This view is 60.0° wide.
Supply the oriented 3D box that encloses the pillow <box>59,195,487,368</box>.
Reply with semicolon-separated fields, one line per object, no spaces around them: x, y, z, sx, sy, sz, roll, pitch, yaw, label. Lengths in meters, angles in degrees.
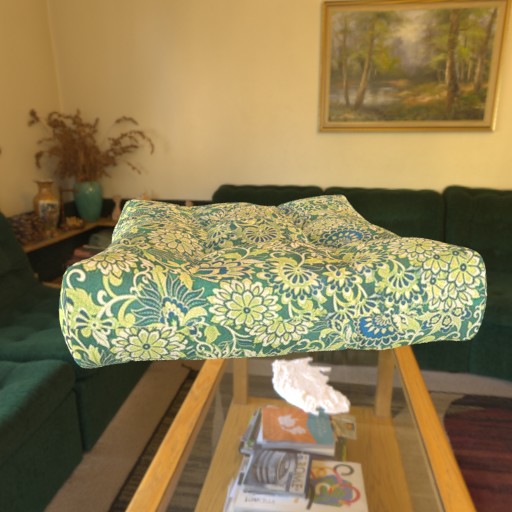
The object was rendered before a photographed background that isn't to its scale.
0.000;0.000;0.683;0.468;0.128;0.490;-2;15;-9;pillow
